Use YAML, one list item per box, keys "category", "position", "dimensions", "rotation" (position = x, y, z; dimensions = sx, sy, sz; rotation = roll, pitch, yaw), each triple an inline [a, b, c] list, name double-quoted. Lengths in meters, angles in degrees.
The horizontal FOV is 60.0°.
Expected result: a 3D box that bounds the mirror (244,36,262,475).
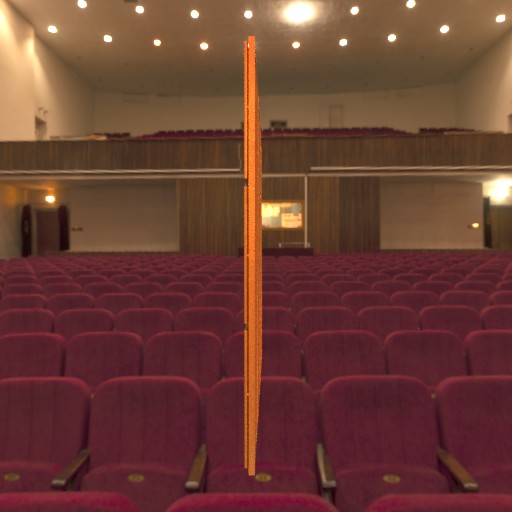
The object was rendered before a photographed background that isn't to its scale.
- category: "mirror"
  position: [0.000, 0.000, 1.441]
  dimensions: [0.023, 0.926, 1.011]
  rotation: [0, 0, 2]
